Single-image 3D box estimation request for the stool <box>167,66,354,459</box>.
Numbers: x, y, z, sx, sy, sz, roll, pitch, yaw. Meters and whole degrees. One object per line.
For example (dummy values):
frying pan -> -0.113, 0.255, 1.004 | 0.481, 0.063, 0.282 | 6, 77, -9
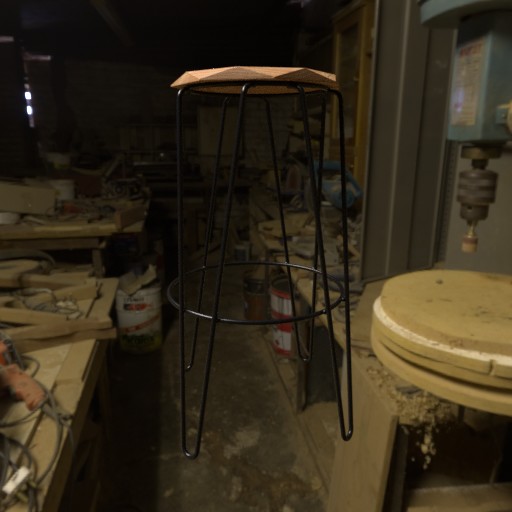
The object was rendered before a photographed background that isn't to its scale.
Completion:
stool -> 0.000, 0.000, 0.810 | 0.326, 0.610, 0.326 | -2, 16, -9
